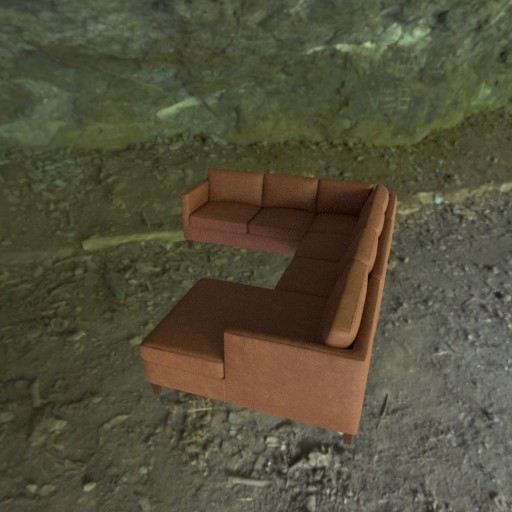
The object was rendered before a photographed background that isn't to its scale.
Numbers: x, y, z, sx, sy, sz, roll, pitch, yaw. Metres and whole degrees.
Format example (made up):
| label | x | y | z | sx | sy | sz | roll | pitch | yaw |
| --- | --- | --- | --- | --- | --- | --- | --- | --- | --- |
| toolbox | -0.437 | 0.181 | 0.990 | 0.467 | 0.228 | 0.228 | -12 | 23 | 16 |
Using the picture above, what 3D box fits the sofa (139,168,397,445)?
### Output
| label | x | y | z | sx | sy | sz | roll | pitch | yaw |
| --- | --- | --- | --- | --- | --- | --- | --- | --- | --- |
| sofa | 0.000 | 0.000 | 4.578 | 2.593 | 0.923 | 3.460 | 9 | 27 | 17 |
